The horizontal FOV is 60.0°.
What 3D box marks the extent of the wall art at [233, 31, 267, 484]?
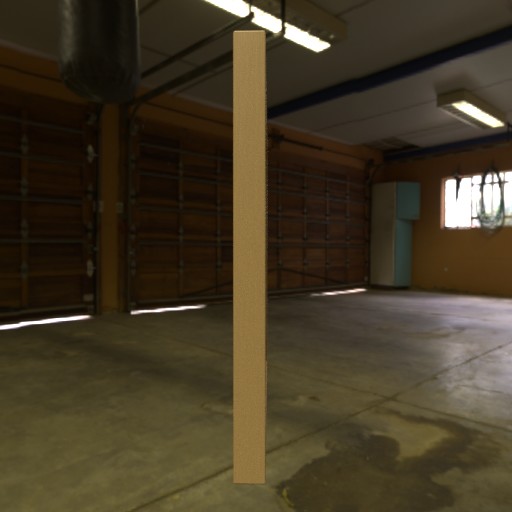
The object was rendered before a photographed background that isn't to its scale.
[{"bbox_3d":[0.000,0.000,0.751,0.036,0.509,0.509,0,1,2],"label":"wall art"}]
